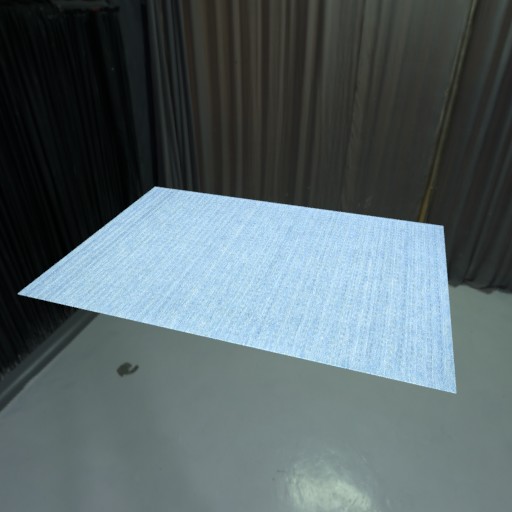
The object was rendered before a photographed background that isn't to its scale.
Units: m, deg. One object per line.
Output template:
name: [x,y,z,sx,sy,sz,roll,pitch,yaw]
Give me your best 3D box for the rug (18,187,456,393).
rug: [0.000,0.000,3.554,2.895,0.006,1.982,10,33,15]
